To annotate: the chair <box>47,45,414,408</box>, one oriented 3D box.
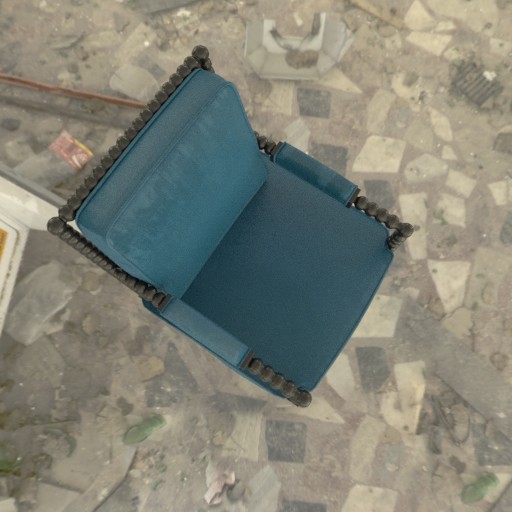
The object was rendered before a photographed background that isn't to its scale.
[{"bbox_3d":[0.000,0.000,1.461,0.805,0.857,0.688,33,77,9],"label":"chair"}]
